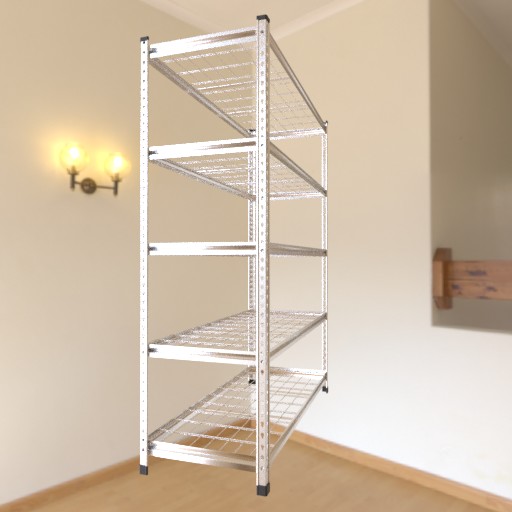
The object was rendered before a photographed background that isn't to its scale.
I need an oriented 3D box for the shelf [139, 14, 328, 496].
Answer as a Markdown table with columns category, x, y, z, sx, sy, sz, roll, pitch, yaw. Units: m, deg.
| category | x | y | z | sx | sy | sz | roll | pitch | yaw |
| --- | --- | --- | --- | --- | --- | --- | --- | --- | --- |
| shelf | 0.000 | 0.000 | 2.637 | 0.610 | 1.981 | 1.524 | 0 | 0 | 19 |
